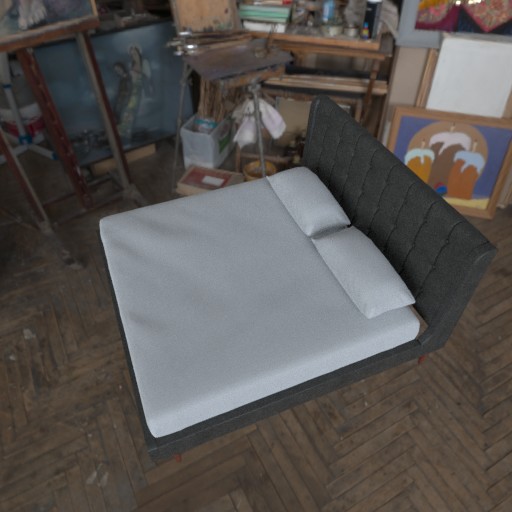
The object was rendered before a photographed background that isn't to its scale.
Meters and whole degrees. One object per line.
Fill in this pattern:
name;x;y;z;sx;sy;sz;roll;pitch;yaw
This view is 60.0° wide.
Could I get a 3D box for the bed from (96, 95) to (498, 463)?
bed;0.000;0.000;3.097;2.031;1.158;1.903;-16;48;-15
